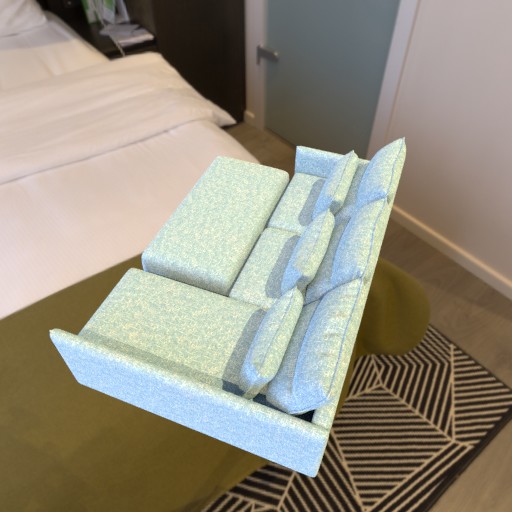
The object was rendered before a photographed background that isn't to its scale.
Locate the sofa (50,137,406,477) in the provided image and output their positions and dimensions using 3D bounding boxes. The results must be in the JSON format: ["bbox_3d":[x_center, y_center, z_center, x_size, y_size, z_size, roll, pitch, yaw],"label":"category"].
[{"bbox_3d":[0.000,0.000,2.765,1.420,0.899,2.034,16,49,14],"label":"sofa"}]
